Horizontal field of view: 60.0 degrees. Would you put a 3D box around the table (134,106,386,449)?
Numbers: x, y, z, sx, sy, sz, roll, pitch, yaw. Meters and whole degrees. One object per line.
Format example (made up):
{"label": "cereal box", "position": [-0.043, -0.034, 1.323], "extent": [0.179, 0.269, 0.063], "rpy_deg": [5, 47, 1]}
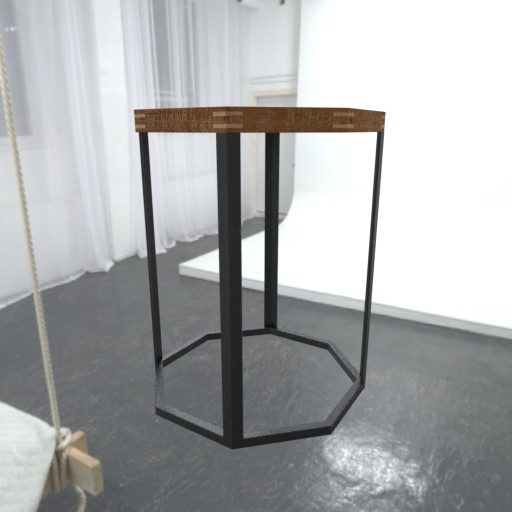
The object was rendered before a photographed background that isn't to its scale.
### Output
{"label": "table", "position": [0.000, 0.000, 0.882], "extent": [0.458, 0.543, 0.458], "rpy_deg": [3, 16, 10]}
